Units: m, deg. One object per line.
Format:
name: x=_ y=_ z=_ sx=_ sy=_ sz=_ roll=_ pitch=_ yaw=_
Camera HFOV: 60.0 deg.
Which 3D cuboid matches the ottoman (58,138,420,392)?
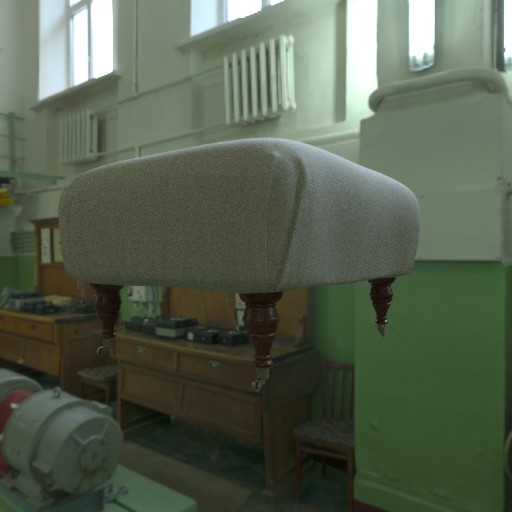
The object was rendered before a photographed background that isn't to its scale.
ottoman: x=0.000 y=0.000 z=1.111 sx=0.639 sy=0.450 sz=0.746 roll=0 pitch=0 yaw=36
